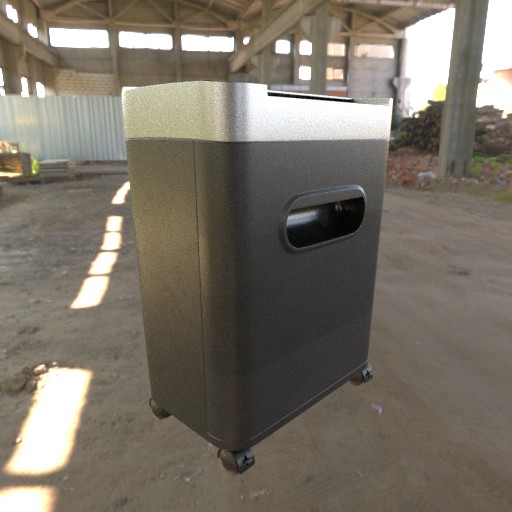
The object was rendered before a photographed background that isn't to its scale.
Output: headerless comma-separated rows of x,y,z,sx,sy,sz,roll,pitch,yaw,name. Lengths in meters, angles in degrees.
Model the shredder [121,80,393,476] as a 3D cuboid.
0.000,0.000,0.606,0.237,0.419,0.311,15,21,42,shredder
